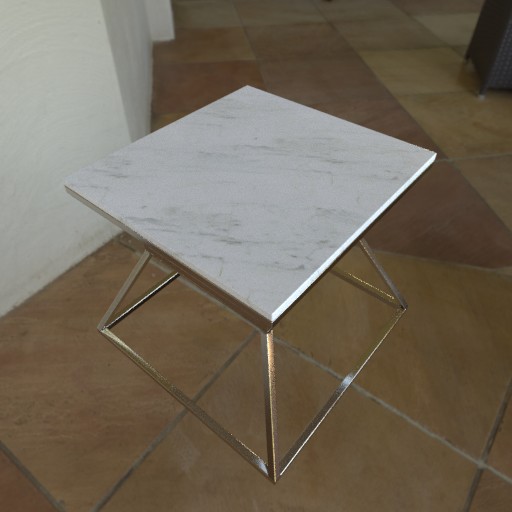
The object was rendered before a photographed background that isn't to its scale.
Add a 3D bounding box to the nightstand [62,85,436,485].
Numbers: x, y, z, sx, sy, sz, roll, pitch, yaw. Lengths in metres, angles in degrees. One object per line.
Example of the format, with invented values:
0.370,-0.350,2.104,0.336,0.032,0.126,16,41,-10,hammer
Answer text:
0.000,0.000,0.890,0.514,0.426,0.513,30,52,27,nightstand
